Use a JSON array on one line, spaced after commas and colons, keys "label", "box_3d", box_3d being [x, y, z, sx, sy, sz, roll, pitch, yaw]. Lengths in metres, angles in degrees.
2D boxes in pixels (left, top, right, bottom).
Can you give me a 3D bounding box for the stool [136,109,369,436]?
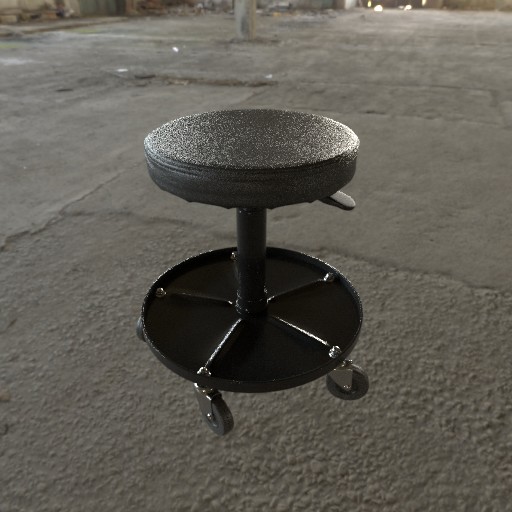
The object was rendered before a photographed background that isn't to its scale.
[{"label": "stool", "box_3d": [0.000, 0.000, 0.658, 0.382, 0.365, 0.381, 10, 33, 16]}]
